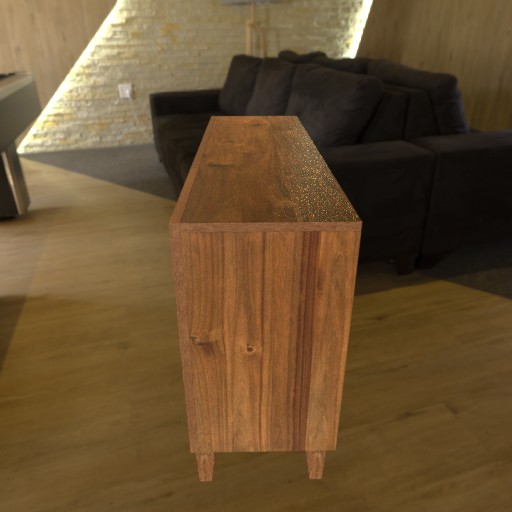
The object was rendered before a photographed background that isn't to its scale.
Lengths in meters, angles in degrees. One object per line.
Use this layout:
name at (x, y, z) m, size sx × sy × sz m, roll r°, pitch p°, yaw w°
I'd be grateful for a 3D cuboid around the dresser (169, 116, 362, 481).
dresser at (0.000, 0.000, 1.803) m, size 0.446 × 0.873 × 1.400 m, roll -1°, pitch 27°, yaw -1°
